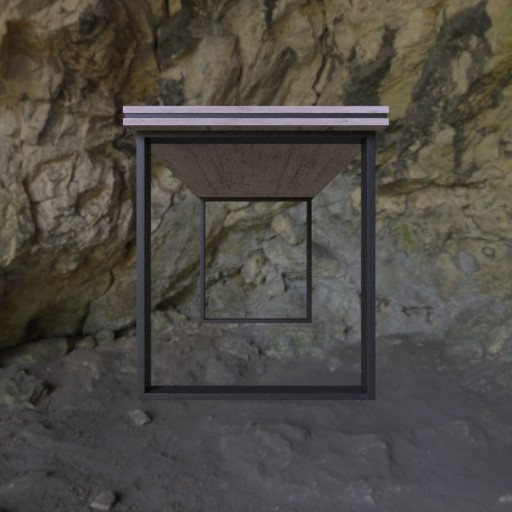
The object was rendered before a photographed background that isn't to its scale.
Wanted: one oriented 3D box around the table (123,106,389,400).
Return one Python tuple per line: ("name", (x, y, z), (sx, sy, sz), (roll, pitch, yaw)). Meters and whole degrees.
("table", (0.000, 0.000, 2.216), (0.795, 0.899, 1.778), (0, 0, 0))
